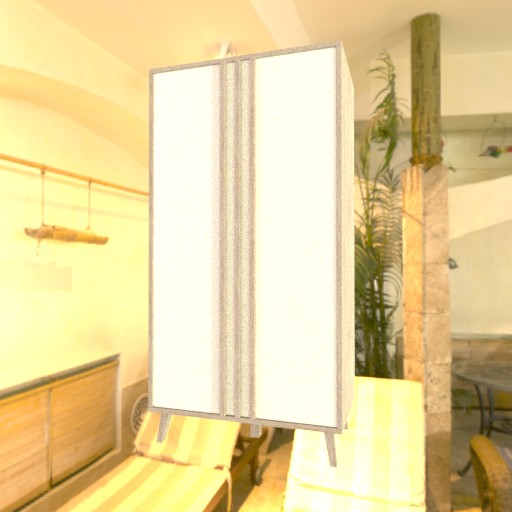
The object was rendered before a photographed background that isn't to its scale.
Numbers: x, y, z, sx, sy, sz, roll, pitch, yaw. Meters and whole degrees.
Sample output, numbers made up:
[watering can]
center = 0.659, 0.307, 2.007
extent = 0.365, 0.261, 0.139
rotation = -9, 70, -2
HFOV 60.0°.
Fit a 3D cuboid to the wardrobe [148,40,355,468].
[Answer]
[wardrobe]
center = 0.000, 0.000, 2.430
extent = 1.000, 1.960, 0.600
rotation = 0, -1, 18
